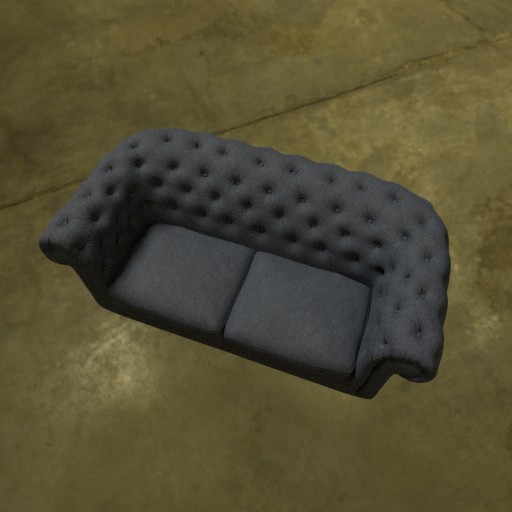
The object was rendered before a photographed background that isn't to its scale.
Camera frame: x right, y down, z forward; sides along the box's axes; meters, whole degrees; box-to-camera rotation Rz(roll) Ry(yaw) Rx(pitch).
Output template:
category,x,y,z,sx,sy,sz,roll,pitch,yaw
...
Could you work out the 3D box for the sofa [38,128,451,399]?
category,x,y,z,sx,sy,sz,roll,pitch,yaw
sofa,0.000,0.000,2.538,1.988,0.833,1.082,17,59,11
